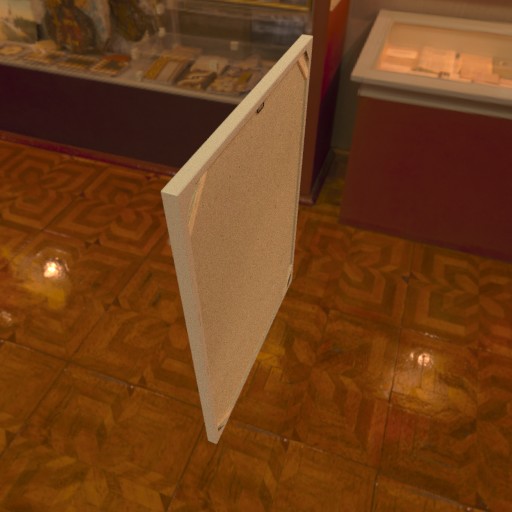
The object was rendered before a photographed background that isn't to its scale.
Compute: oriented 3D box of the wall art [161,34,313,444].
[{"bbox_3d":[0.000,0.000,1.594,0.038,1.212,0.914,16,48,15],"label":"wall art"}]
